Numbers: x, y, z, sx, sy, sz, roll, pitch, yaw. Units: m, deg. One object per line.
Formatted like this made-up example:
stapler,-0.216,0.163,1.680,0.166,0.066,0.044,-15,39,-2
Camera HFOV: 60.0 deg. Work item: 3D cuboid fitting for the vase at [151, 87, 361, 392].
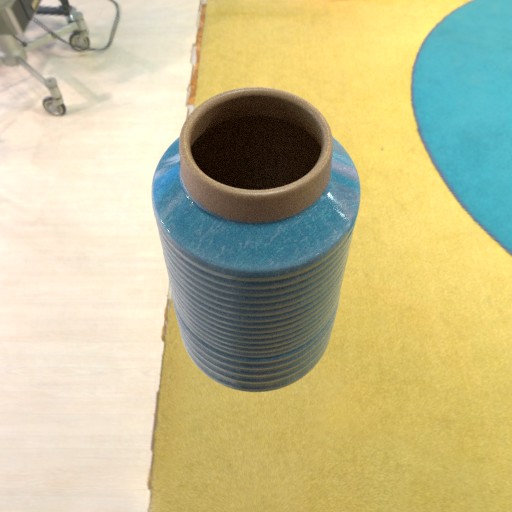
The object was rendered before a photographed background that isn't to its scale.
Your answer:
vase,0.000,0.000,0.372,0.163,0.267,0.163,0,58,0
